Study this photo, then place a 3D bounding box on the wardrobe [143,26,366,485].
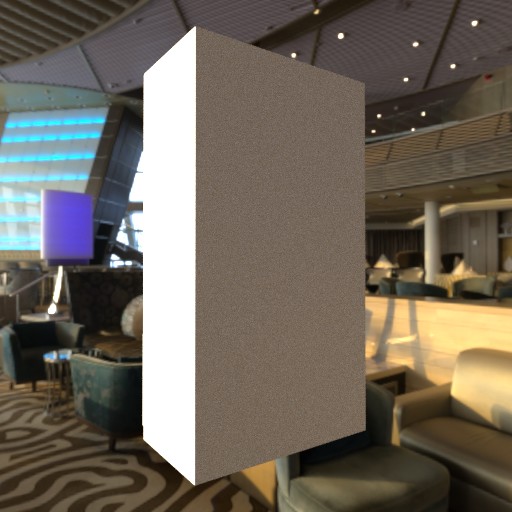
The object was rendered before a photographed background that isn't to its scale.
[{"bbox_3d":[0.000,0.000,2.264,0.991,1.808,0.577,0,-1,-35],"label":"wardrobe"}]
